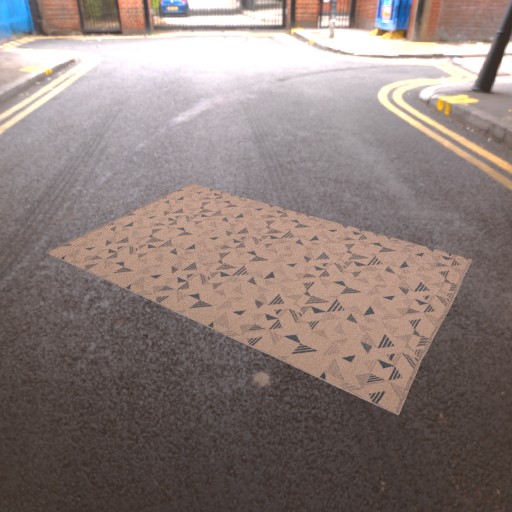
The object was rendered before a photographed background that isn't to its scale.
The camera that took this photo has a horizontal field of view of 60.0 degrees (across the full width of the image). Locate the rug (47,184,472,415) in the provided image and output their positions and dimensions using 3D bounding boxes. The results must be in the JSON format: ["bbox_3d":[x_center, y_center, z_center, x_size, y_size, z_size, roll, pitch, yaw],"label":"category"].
[{"bbox_3d":[0.000,0.000,2.991,2.457,0.009,1.512,19,36,28],"label":"rug"}]
